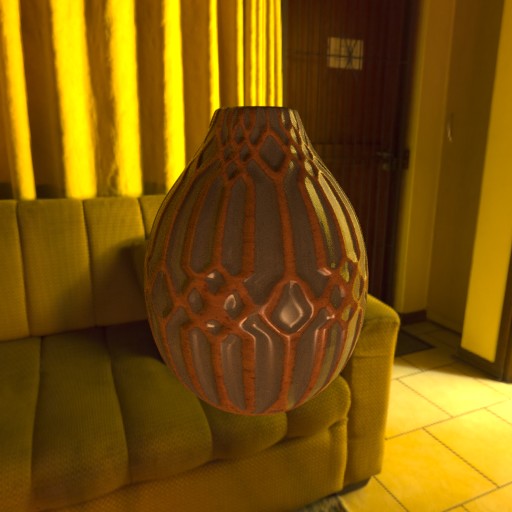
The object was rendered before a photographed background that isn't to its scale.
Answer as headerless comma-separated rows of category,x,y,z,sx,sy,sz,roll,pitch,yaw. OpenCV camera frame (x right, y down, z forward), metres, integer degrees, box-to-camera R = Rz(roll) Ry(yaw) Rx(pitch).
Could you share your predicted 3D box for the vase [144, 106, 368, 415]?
vase,0.000,0.000,0.139,0.069,0.088,0.069,0,14,0
